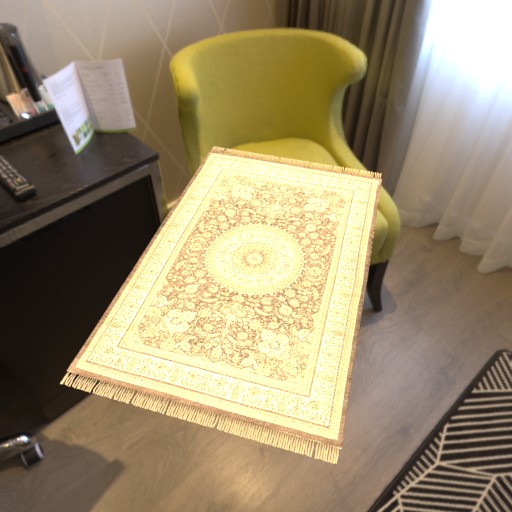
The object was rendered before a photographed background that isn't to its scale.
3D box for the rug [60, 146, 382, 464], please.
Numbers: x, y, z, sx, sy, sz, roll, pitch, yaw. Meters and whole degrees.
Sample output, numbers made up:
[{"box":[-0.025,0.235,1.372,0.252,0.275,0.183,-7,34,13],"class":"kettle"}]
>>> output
[{"box":[0.000,0.000,4.303,2.143,0.015,3.422,12,47,11],"class":"rug"}]
